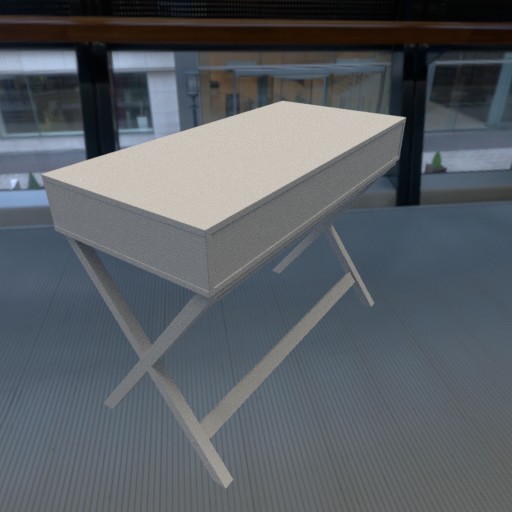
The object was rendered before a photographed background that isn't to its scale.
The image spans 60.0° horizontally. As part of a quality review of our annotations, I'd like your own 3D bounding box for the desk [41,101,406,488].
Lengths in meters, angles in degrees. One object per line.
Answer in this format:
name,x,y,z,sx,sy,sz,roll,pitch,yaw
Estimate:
desk,0.000,0.000,1.483,0.525,0.780,1.057,19,35,30
